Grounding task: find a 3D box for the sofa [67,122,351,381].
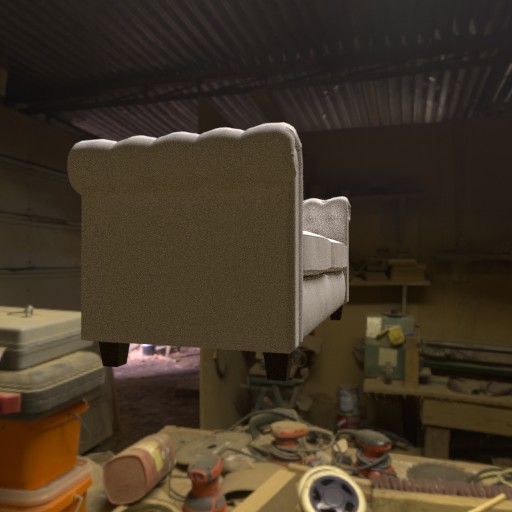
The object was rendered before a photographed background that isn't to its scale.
[{"bbox_3d":[0.000,0.000,2.203,0.771,0.796,1.798,0,-1,17],"label":"sofa"}]
